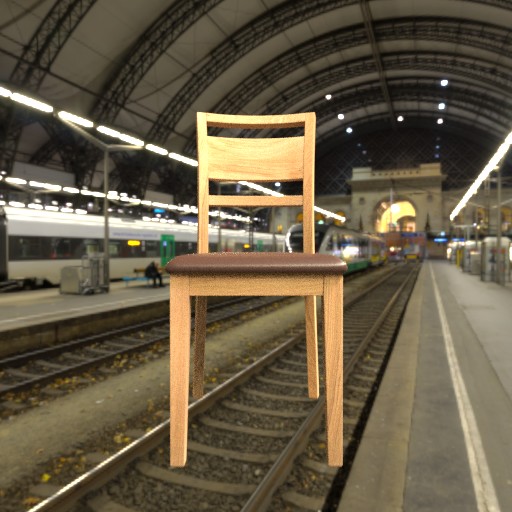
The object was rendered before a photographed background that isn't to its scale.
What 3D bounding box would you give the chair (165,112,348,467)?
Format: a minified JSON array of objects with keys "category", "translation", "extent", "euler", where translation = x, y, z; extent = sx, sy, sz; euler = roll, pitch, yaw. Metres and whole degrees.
[{"category":"chair","translation":[0.000,0.000,1.241],"extent":[0.420,0.940,0.545],"euler":[0,1,0]}]
